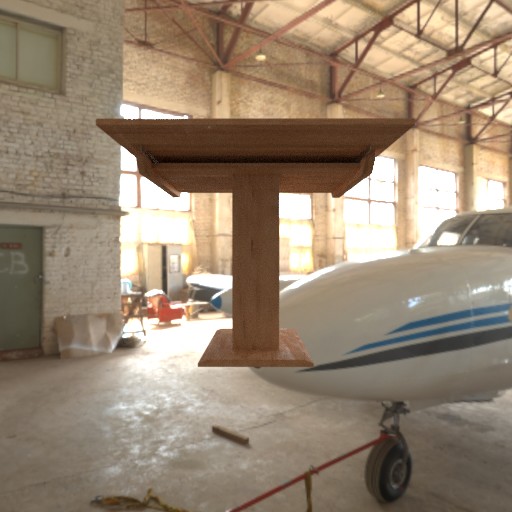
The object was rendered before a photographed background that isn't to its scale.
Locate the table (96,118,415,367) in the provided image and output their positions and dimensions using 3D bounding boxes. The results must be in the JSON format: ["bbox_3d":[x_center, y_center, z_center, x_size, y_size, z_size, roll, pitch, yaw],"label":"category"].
[{"bbox_3d":[0.000,0.000,1.895,0.900,0.770,1.300,0,0,0],"label":"table"}]
